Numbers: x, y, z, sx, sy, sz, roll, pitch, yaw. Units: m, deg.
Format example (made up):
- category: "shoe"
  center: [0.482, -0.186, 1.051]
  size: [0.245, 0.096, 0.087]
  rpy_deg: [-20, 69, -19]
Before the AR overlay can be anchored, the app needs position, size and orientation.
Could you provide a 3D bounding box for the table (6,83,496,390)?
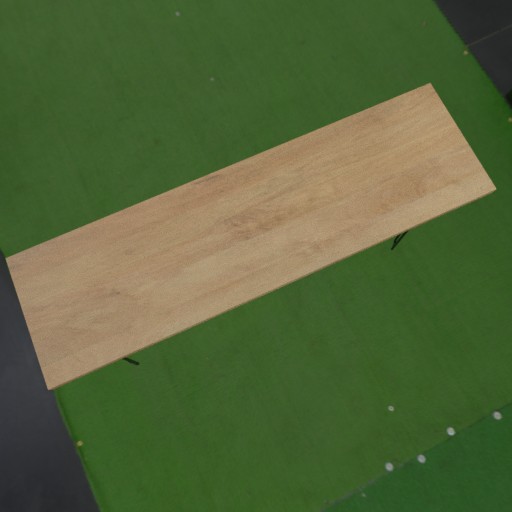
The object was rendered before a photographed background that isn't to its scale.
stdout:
- category: "table"
  center: [0.000, 0.000, 1.685]
  size: [1.400, 0.799, 0.399]
  rpy_deg: [-24, 77, -6]
